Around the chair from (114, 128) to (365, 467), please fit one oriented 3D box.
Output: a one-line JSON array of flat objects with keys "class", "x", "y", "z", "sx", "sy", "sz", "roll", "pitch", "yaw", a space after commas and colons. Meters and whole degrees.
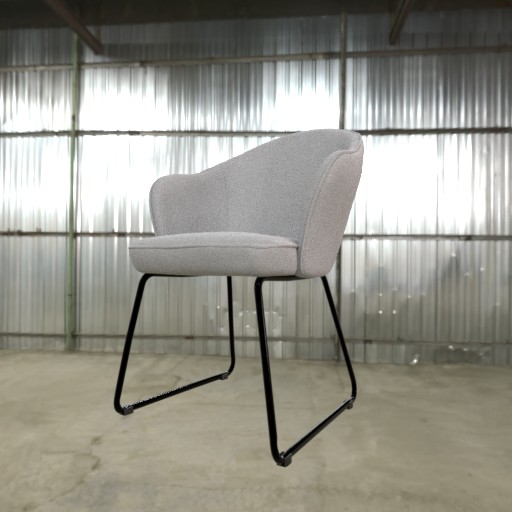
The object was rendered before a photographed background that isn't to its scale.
[{"class": "chair", "x": 0.000, "y": 0.000, "z": 1.213, "sx": 0.570, "sy": 0.817, "sz": 0.592, "roll": 0, "pitch": 0, "yaw": 34}]
